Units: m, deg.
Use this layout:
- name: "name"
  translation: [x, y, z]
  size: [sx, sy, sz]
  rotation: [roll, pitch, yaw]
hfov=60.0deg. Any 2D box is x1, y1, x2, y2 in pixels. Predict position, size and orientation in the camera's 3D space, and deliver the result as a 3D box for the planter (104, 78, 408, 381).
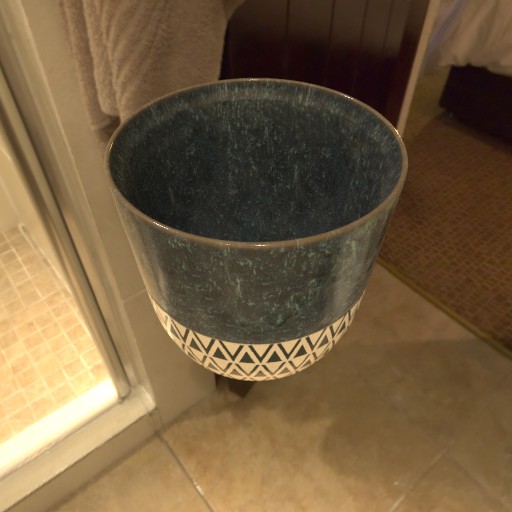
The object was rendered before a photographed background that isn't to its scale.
- name: "planter"
  translation: [0.000, 0.000, 0.367]
  size: [0.195, 0.214, 0.195]
  rotation: [0, 46, 0]
